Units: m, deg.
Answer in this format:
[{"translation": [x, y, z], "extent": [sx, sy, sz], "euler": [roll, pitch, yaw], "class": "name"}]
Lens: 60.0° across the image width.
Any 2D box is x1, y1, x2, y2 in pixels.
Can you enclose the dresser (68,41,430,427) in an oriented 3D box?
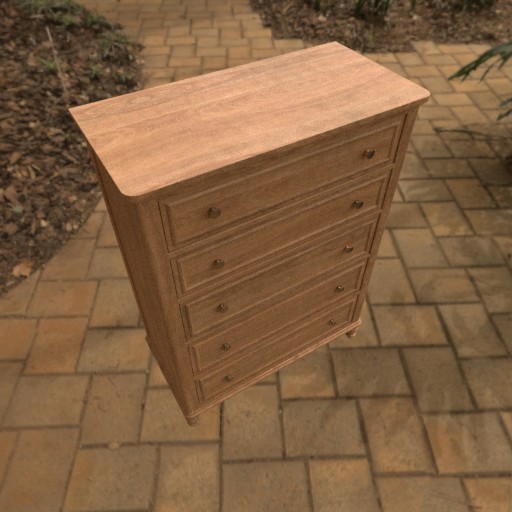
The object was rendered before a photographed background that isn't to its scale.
[{"translation": [0.000, 0.000, 1.782], "extent": [0.973, 1.318, 0.484], "euler": [-24, 51, -21], "class": "dresser"}]
